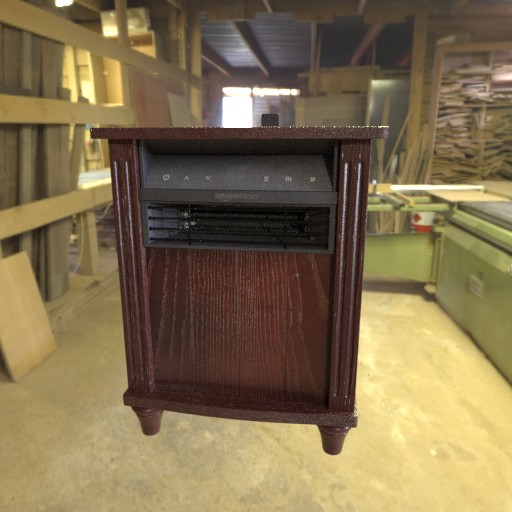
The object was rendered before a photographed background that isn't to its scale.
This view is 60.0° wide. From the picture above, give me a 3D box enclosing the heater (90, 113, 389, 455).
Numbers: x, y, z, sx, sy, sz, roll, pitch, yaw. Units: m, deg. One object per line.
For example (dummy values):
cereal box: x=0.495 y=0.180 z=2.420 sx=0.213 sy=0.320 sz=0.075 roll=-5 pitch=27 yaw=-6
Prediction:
heater: x=0.000 y=0.000 z=0.754 sx=0.362 sy=0.481 sz=0.400 roll=2 pitch=15 yaw=9
